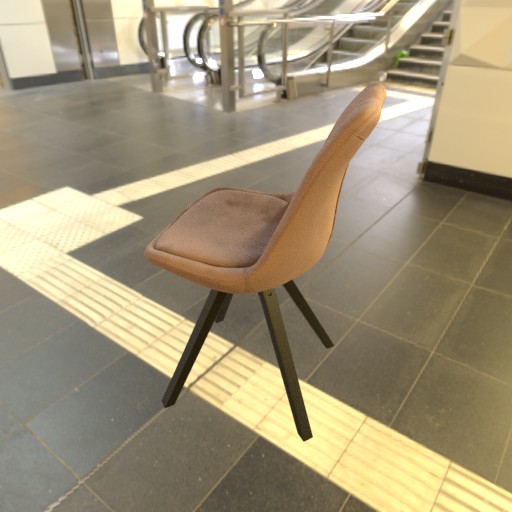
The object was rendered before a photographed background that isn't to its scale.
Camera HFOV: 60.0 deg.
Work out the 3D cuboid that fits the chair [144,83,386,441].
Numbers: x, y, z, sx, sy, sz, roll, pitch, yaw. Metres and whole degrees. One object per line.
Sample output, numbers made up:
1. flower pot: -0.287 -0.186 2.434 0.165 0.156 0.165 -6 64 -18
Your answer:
1. chair: 0.000 0.000 1.190 0.547 0.865 0.483 9 33 15
